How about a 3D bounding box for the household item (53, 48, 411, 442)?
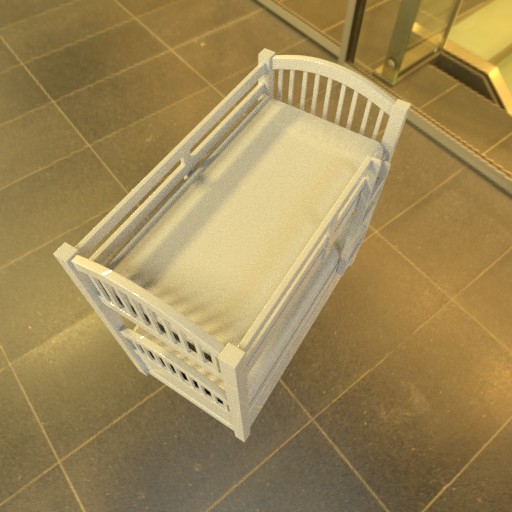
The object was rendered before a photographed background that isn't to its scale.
[{"bbox_3d":[0.000,0.000,3.310,1.143,2.032,2.032,28,62,16],"label":"household item"}]
